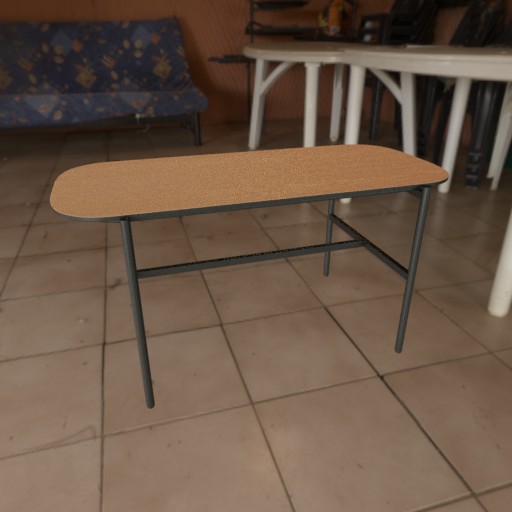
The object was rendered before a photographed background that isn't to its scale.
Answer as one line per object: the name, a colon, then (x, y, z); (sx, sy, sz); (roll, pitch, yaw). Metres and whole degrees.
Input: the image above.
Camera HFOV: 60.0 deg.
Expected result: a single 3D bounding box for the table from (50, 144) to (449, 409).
table: (0.000, 0.000, 1.028); (0.800, 0.400, 0.400); (-8, 27, -16)
